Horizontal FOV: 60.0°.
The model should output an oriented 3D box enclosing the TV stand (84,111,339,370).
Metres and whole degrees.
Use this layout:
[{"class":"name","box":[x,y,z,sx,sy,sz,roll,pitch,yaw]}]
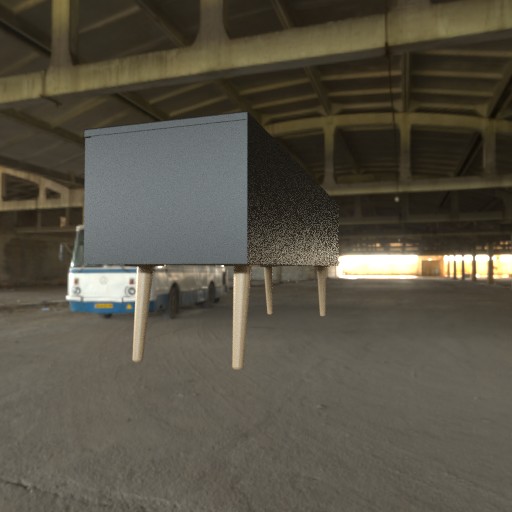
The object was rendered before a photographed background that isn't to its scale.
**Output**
[{"class":"TV stand","box":[0.000,0.000,1.520,0.390,0.518,1.312,0,-2,18]}]
